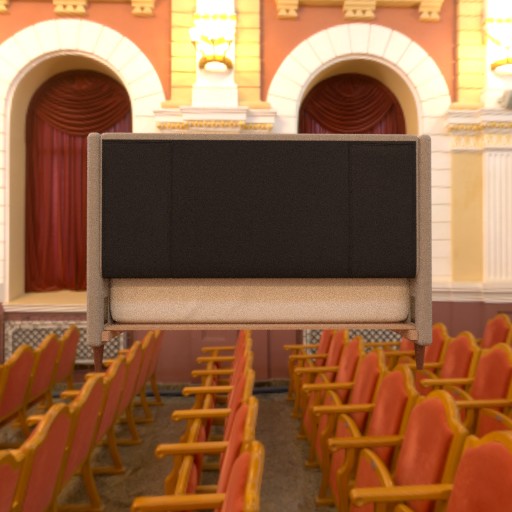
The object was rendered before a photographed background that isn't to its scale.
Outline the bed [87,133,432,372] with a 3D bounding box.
[{"bbox_3d":[0.000,0.000,3.215,1.656,1.147,2.232,0,-1,-1],"label":"bed"}]
